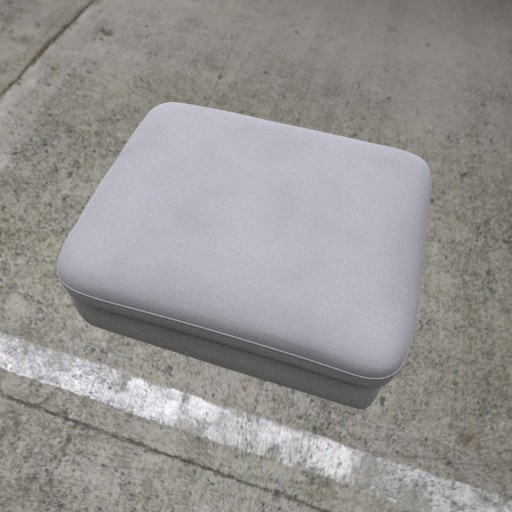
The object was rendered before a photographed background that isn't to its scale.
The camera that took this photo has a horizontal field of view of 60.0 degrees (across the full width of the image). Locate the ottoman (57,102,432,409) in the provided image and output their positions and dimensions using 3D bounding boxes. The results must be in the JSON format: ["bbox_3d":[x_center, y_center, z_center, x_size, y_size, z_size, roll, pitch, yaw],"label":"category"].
[{"bbox_3d":[0.000,0.000,1.130,0.747,0.478,0.593,14,58,9],"label":"ottoman"}]
